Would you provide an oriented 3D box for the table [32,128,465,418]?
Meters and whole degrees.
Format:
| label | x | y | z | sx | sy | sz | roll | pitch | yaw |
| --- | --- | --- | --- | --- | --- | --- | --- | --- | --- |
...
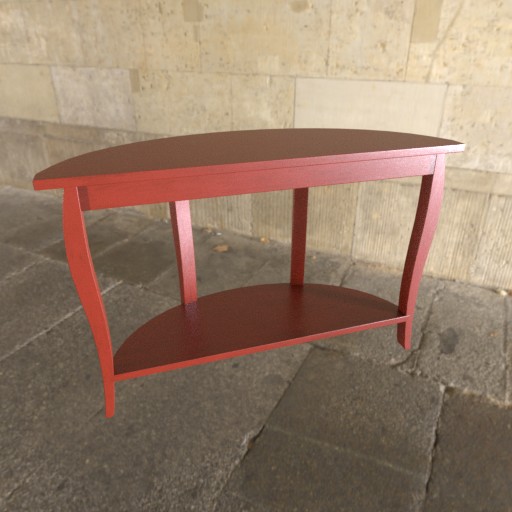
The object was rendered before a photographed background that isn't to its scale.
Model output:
| label | x | y | z | sx | sy | sz | roll | pitch | yaw |
| --- | --- | --- | --- | --- | --- | --- | --- | --- | --- |
| table | 0.000 | 0.000 | 1.541 | 1.219 | 0.779 | 0.405 | -8 | 28 | -16 |
